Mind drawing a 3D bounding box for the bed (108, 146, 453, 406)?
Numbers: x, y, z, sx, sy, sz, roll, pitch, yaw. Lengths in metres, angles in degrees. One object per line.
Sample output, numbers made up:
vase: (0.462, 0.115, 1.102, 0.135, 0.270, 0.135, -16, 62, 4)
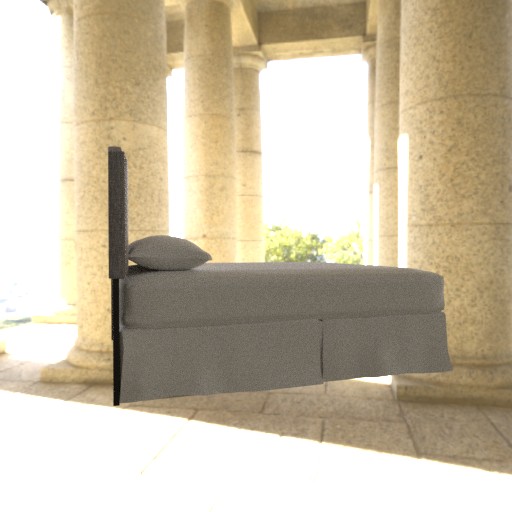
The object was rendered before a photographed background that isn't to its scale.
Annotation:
bed: (0.000, 0.000, 2.961, 1.870, 1.295, 1.610, 0, 1, -18)
